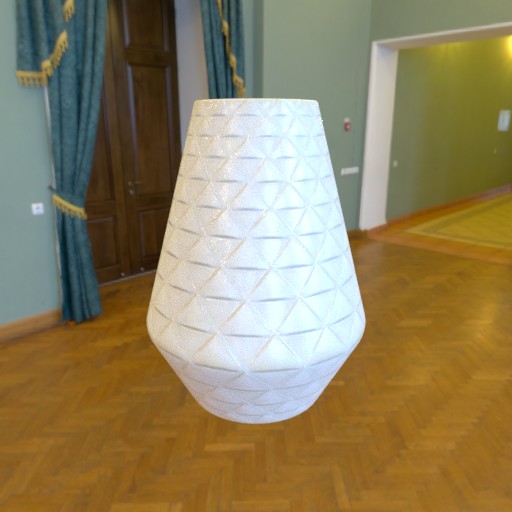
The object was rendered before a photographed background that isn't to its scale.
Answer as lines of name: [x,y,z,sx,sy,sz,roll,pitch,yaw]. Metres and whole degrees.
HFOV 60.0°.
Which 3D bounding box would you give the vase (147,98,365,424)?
vase: [0.000,0.000,0.350,0.175,0.230,0.175,0,17,0]
